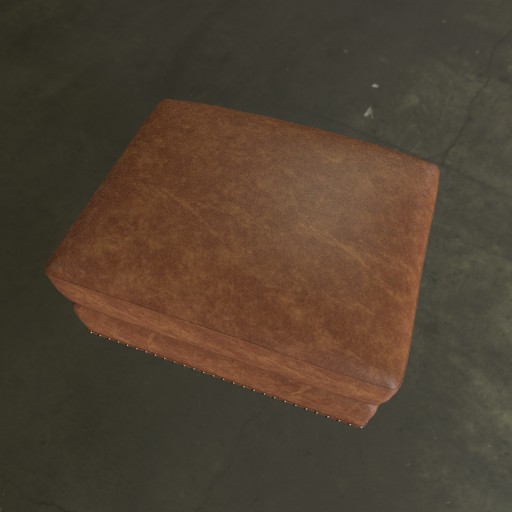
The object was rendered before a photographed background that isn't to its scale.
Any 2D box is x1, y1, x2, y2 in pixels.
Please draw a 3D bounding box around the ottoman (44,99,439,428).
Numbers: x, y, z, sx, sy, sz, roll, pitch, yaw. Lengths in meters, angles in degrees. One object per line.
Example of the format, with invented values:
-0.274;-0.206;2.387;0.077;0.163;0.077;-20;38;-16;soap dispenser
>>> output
0.000;0.000;1.121;0.742;0.486;0.586;17;60;10;ottoman
